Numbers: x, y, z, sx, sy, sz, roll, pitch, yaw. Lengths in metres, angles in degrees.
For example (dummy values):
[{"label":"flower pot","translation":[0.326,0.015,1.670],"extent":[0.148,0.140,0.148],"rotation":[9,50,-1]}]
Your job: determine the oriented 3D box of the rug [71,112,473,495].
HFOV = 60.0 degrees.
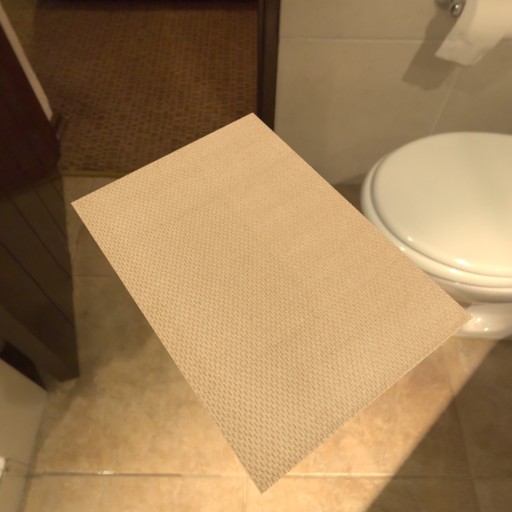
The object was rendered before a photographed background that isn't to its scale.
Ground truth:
[{"label":"rug","translation":[0.000,0.000,2.758],"extent":[1.509,0.013,2.144],"rotation":[-32,63,-18]}]
